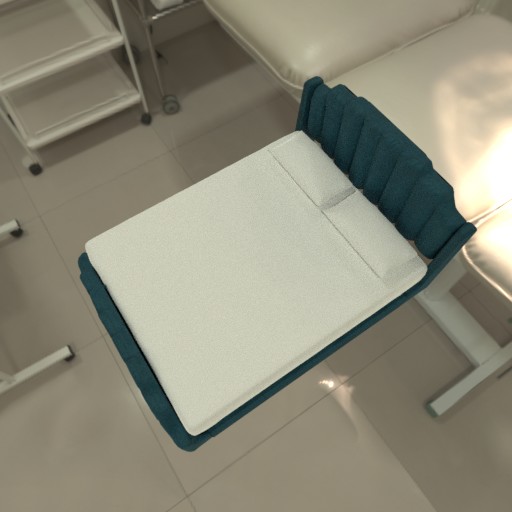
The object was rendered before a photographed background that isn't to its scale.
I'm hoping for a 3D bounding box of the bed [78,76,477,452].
[{"bbox_3d":[0.000,0.000,3.275,2.322,1.351,1.676,-31,67,-15],"label":"bed"}]
